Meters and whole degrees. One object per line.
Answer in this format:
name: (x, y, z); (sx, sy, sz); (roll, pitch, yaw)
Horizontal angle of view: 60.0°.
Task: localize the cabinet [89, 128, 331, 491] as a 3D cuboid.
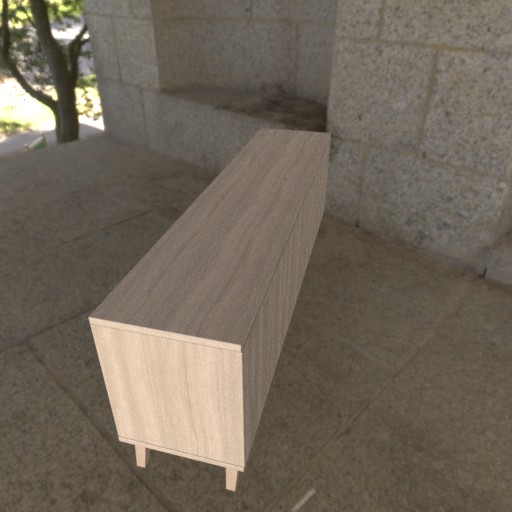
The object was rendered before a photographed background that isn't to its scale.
cabinet: (0.000, 0.000, 2.432); (0.499, 0.779, 2.198); (8, 32, 13)
